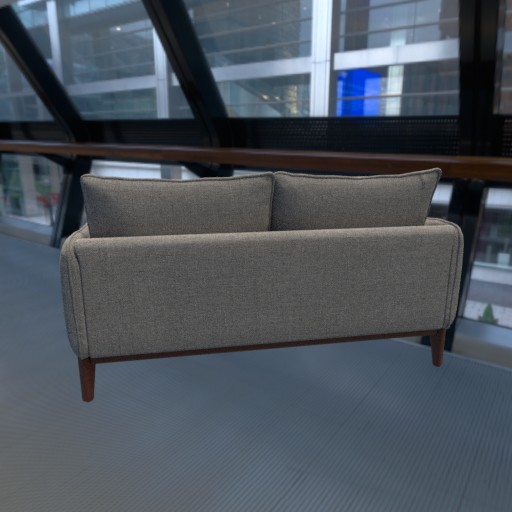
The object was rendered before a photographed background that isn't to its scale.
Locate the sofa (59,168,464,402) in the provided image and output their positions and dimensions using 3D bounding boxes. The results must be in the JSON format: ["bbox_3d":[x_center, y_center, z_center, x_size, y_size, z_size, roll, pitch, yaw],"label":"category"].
[{"bbox_3d":[0.000,0.000,2.112,1.580,0.851,0.972,-3,15,-10],"label":"sofa"}]
